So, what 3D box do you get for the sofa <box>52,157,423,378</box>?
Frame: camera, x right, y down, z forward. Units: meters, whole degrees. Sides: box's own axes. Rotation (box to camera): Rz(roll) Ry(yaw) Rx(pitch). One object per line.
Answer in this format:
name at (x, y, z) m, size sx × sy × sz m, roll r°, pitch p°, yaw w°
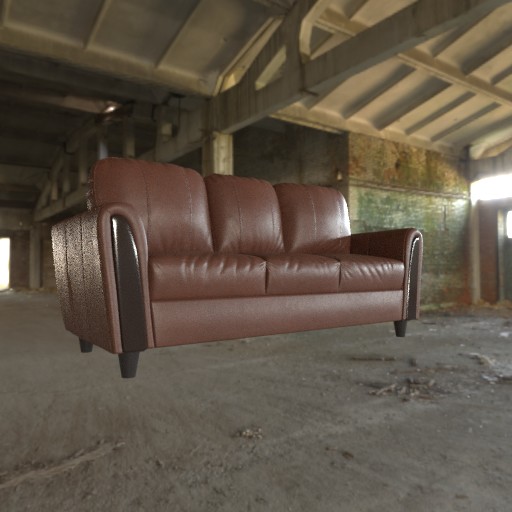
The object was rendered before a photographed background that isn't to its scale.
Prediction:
sofa at (0.000, 0.000, 2.339) m, size 1.862 × 0.915 × 0.802 m, roll 1°, pitch -2°, yaw -36°
